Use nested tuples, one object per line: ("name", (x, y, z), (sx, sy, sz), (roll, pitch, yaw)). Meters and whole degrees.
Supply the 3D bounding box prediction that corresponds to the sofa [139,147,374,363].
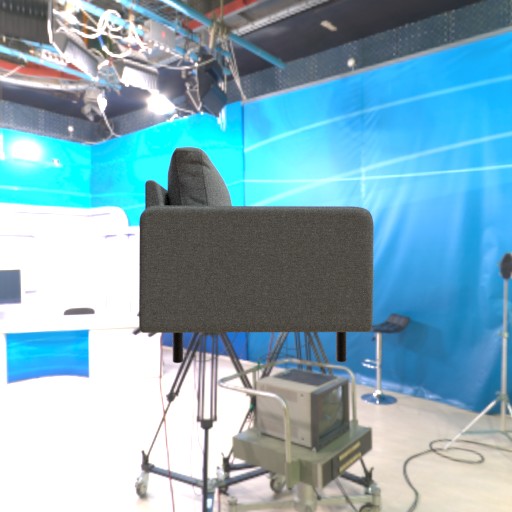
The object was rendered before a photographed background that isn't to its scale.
("sofa", (0.000, 0.000, 2.669), (0.880, 0.880, 2.200), (0, 1, -1))
